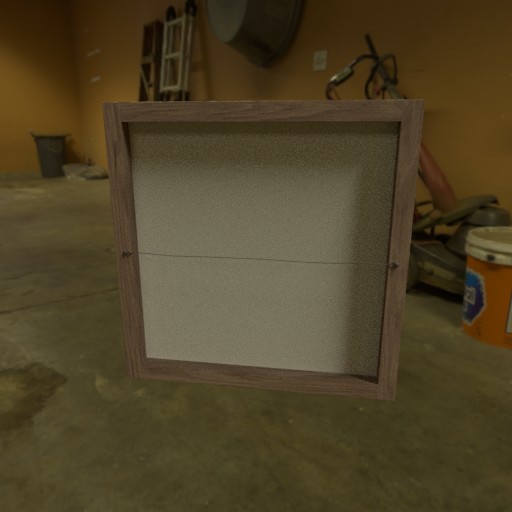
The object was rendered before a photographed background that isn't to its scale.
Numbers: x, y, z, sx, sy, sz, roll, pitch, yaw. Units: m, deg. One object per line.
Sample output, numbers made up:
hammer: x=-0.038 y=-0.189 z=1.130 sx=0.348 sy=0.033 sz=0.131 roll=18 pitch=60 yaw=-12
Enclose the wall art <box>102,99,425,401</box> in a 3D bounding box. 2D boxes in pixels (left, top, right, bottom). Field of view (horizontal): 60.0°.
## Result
wall art: x=0.000 y=0.000 z=0.930 sx=0.609 sy=0.613 sz=0.041 roll=3 pitch=16 yaw=9
